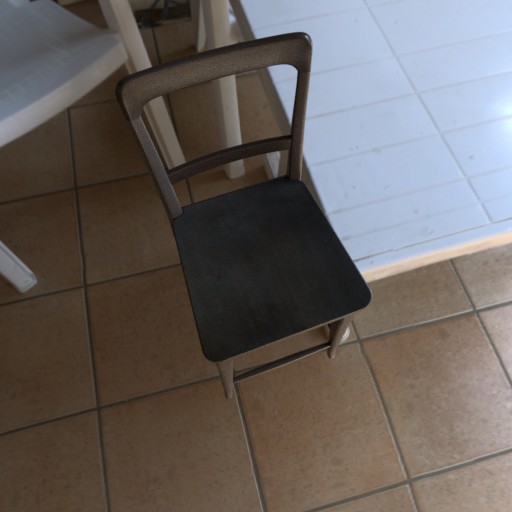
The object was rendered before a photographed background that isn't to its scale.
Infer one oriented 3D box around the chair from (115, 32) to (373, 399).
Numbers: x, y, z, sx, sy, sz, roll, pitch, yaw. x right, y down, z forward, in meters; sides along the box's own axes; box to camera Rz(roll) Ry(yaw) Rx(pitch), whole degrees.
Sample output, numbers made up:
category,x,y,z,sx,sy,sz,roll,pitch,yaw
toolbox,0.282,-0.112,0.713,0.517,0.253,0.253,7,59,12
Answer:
category,x,y,z,sx,sy,sz,roll,pitch,yaw
chair,0.000,0.000,1.271,0.450,0.991,0.546,-19,66,-9
